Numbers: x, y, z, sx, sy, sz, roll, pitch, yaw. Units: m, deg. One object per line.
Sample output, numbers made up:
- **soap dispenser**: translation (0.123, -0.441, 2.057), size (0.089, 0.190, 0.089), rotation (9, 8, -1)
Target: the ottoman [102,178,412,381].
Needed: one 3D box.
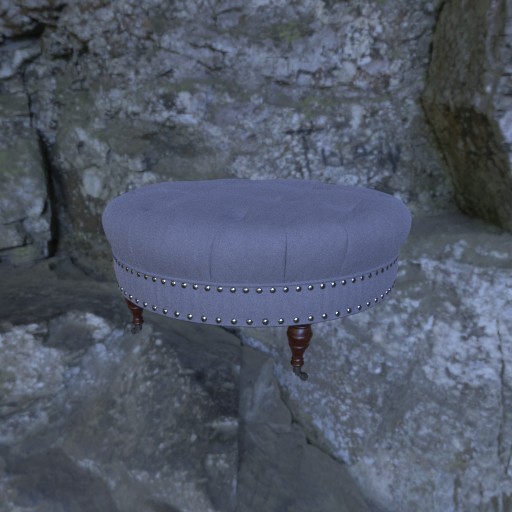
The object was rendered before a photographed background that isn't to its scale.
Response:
- **ottoman**: translation (0.000, 0.000, 1.394), size (0.901, 0.439, 0.901), rotation (0, 16, 0)
